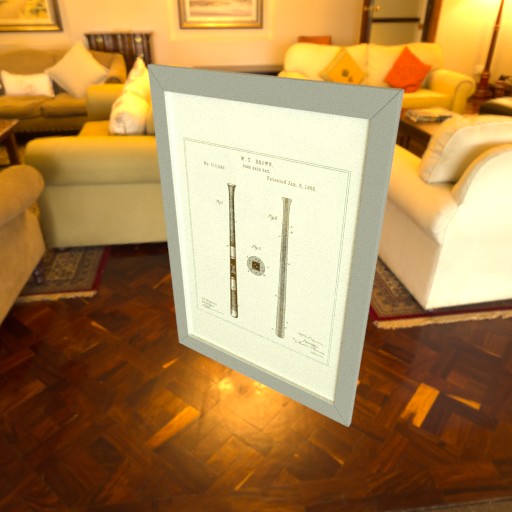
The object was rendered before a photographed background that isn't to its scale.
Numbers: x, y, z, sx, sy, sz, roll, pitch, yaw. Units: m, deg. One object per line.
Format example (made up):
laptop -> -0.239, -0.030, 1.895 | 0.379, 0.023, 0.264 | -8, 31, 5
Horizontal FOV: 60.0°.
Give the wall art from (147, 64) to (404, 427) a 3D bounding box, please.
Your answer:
wall art -> 0.000, 0.000, 0.692 | 0.374, 0.529, 0.012 | 19, 35, 29
